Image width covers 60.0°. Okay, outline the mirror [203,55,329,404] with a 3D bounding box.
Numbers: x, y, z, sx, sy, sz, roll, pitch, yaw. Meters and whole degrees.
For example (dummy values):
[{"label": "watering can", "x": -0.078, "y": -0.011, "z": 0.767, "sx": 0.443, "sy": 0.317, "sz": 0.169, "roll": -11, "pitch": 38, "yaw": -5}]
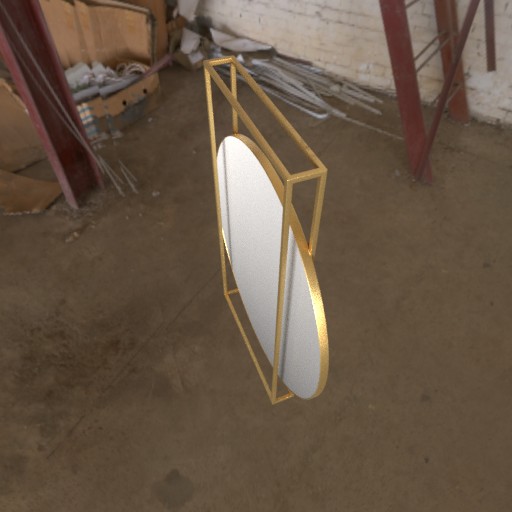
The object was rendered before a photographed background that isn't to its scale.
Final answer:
[{"label": "mirror", "x": 0.000, "y": 0.000, "z": 0.821, "sx": 0.051, "sy": 0.603, "sz": 0.508, "roll": -17, "pitch": 50, "yaw": -14}]
